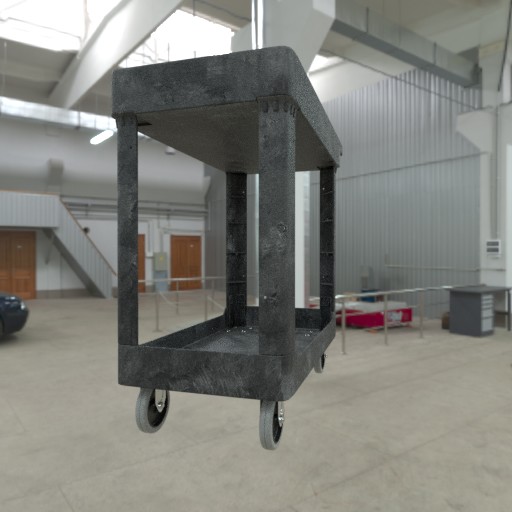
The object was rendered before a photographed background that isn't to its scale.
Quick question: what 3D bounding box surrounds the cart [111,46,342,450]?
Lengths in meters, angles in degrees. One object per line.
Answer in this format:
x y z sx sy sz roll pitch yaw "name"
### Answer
0.000 0.000 1.333 0.420 0.824 0.877 0 1 17 "cart"
